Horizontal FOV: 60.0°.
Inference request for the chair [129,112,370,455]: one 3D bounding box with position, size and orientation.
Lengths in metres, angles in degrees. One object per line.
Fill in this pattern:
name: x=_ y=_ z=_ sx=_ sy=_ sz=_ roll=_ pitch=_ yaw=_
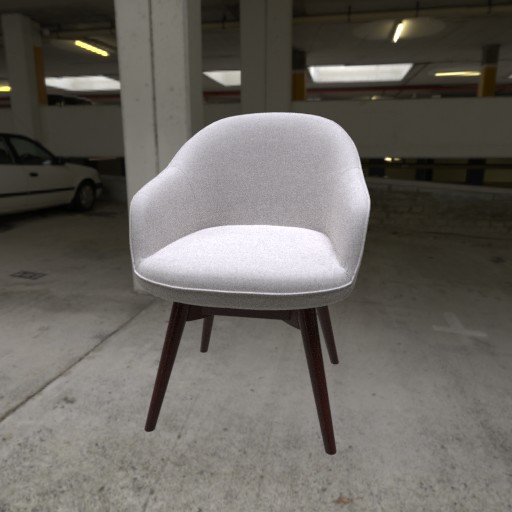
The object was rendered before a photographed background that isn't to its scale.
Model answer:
chair: x=0.000 y=0.000 z=1.258 sx=0.596 sy=0.823 sz=0.635 roll=3 pitch=14 yaw=11
